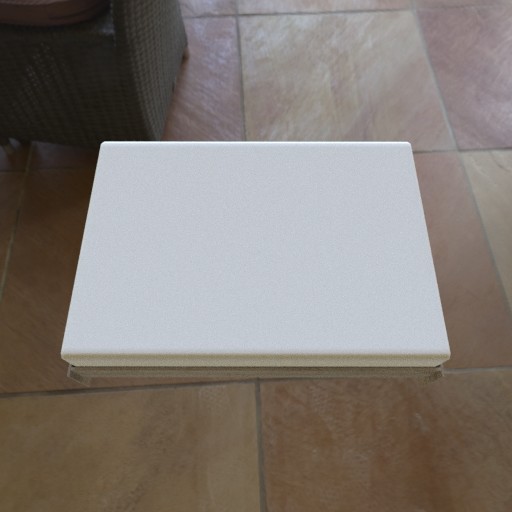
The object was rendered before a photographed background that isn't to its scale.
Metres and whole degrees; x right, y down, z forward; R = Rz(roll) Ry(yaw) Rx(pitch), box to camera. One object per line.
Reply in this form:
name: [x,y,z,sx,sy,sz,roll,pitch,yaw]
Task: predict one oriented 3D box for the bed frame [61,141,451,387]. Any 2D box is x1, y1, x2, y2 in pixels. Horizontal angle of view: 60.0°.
bed frame: [0.000,0.000,2.656,1.945,0.497,1.445,0,64,0]
